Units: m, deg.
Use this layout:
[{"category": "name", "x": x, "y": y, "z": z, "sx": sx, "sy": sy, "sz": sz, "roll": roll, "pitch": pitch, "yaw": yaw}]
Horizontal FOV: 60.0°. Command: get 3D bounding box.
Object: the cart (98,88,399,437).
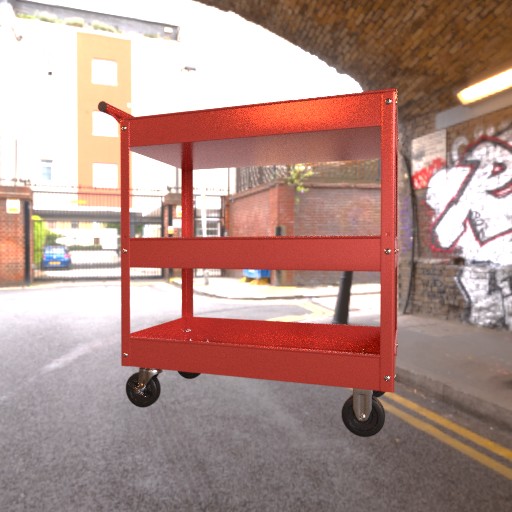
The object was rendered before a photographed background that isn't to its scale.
[{"category": "cart", "x": 0.000, "y": 0.000, "z": 1.181, "sx": 0.719, "sy": 0.780, "sz": 0.366, "roll": 0, "pitch": 1, "yaw": 19}]
